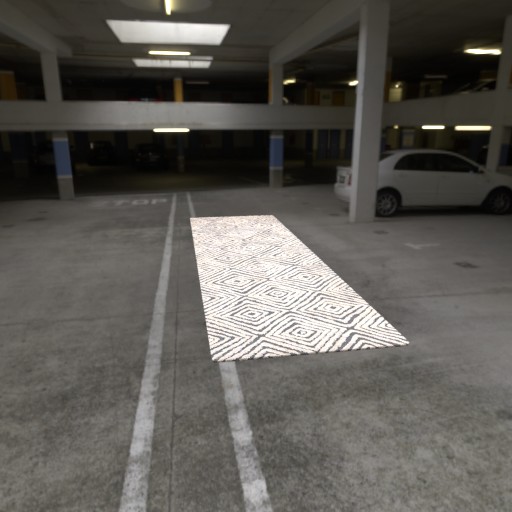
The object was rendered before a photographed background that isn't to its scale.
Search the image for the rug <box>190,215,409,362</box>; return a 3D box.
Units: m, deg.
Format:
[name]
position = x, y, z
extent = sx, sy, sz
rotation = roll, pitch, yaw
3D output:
[rug]
position = 0.000, 0.000, 2.528
extent = 0.676, 0.008, 2.277
rotation = -3, 17, -9
